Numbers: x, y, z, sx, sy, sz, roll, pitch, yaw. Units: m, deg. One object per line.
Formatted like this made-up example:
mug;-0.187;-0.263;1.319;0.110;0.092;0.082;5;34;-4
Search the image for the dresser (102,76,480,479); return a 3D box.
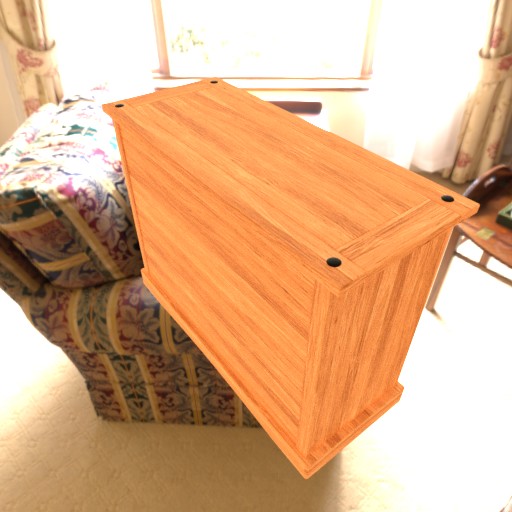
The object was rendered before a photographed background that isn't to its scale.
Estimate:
dresser;0.000;0.000;1.357;0.410;0.740;0.990;-26;47;-28
